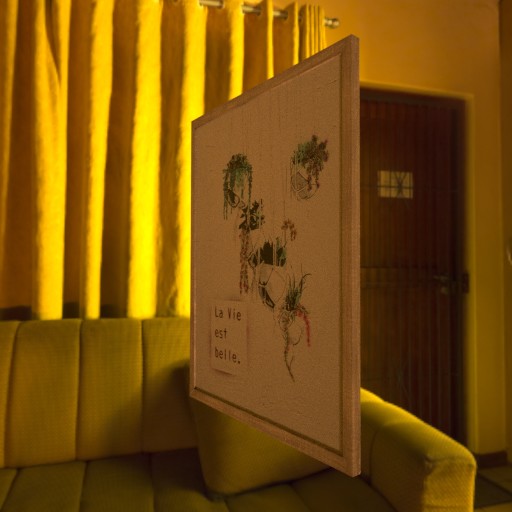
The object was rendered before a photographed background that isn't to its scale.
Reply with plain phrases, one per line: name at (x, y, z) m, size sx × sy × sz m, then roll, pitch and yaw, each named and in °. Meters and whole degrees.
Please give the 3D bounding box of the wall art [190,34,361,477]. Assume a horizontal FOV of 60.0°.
wall art at (0.000, 0.000, 1.343) m, size 0.035 × 1.022 × 0.781 m, roll 1°, pitch -2°, yaw -37°
